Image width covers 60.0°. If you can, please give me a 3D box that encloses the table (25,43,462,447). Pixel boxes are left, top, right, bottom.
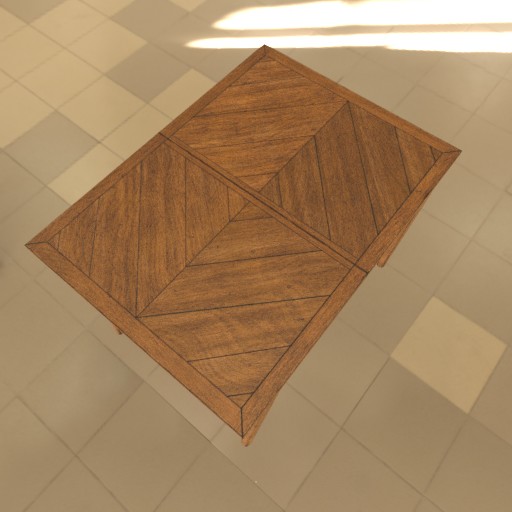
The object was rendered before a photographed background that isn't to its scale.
[{"bbox_3d":[0.000,0.000,1.591,0.757,0.760,1.027,36,68,17],"label":"table"}]
